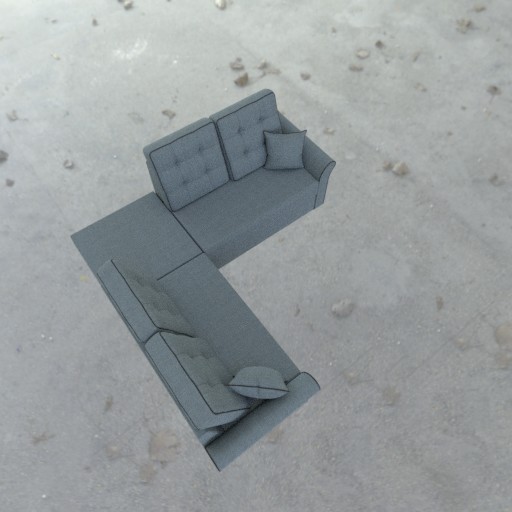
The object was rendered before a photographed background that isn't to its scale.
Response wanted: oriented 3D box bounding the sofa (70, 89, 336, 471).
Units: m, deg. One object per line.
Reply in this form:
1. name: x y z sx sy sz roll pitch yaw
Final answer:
1. sofa: 0.000 0.000 3.284 2.070 0.988 2.068 -33 64 -18
